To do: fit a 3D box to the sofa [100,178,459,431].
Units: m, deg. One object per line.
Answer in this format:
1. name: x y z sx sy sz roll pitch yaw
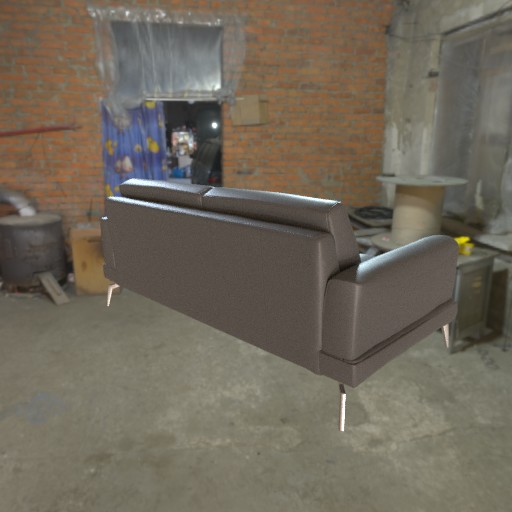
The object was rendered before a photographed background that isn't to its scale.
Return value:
1. sofa: 0.000 0.000 2.812 2.177 0.930 1.121 14 20 43
